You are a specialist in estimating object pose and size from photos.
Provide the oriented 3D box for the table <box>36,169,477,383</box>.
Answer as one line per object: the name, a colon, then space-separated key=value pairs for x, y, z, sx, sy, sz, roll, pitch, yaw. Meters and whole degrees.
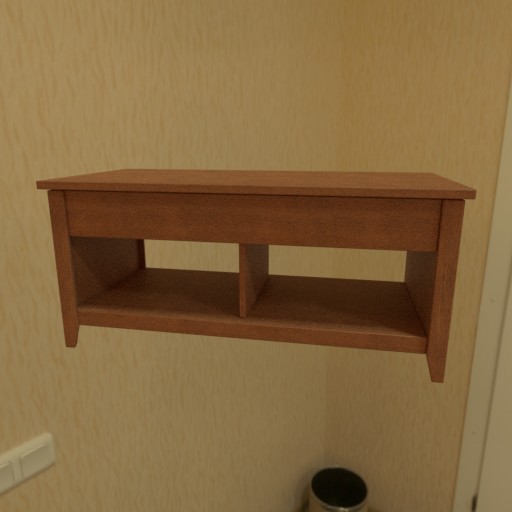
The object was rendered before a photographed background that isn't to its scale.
table: x=0.000 y=0.000 z=1.289 sx=1.016 sy=0.457 sz=0.483 roll=3 pitch=15 yaw=11
